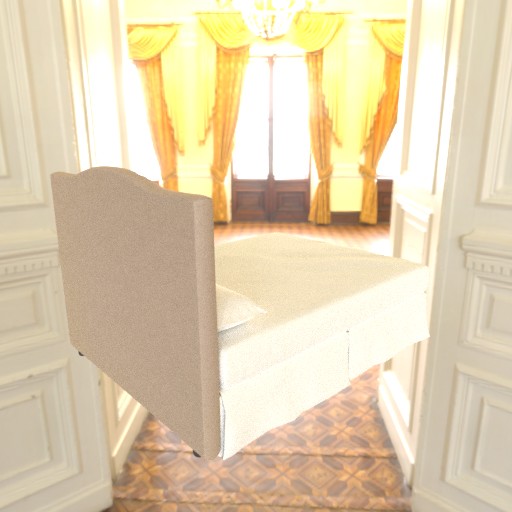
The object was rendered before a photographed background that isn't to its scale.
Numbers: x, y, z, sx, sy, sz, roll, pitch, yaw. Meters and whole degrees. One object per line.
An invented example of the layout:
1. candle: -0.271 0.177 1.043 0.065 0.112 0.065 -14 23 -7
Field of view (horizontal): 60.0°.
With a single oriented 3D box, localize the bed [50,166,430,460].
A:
1. bed: 0.000 0.000 3.351 2.282 1.436 1.821 -14 21 -41
